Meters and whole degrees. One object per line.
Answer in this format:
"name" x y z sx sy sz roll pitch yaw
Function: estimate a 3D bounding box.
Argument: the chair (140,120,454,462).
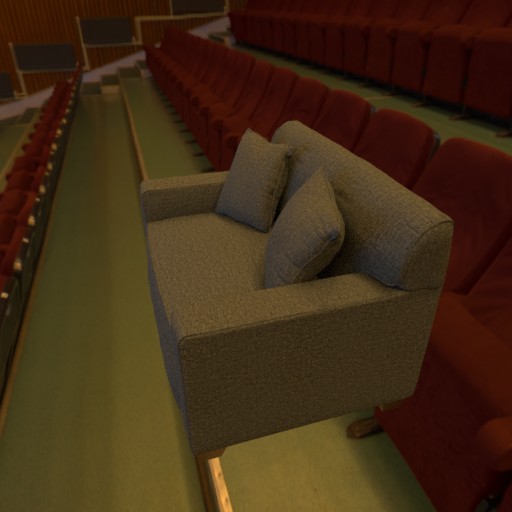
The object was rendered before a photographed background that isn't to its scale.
"chair" 0.000 0.000 2.094 1.000 0.948 1.383 -9 32 -15
